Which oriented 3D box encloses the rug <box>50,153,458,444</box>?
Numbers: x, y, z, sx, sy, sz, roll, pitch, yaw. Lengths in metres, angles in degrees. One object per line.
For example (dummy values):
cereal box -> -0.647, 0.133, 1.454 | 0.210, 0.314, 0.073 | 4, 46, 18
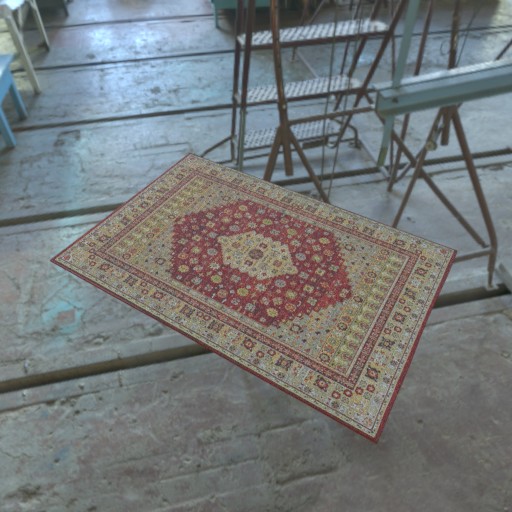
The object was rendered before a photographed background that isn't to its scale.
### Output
rug -> 0.000, 0.000, 2.342 | 1.802, 0.013, 1.194 | 24, 50, 22
